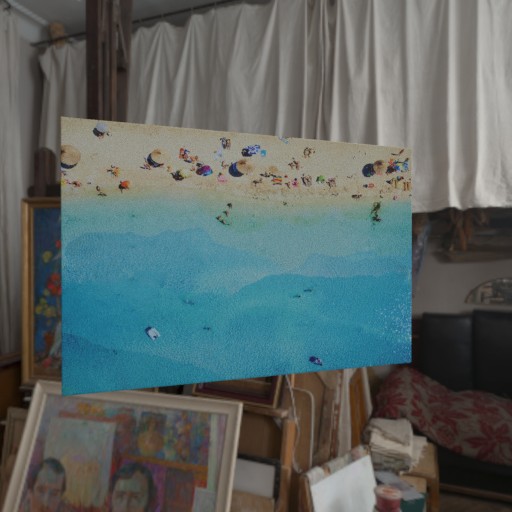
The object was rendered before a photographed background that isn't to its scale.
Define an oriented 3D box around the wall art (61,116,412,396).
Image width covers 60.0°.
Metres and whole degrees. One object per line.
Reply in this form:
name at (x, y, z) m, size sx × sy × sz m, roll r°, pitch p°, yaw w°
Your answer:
wall art at (0.000, 0.000, 0.758) m, size 0.609 × 0.406 × 0.039 m, roll 0°, pitch 1°, yaw -19°
